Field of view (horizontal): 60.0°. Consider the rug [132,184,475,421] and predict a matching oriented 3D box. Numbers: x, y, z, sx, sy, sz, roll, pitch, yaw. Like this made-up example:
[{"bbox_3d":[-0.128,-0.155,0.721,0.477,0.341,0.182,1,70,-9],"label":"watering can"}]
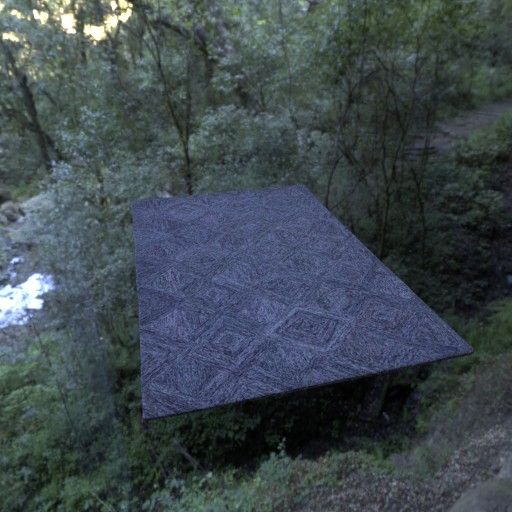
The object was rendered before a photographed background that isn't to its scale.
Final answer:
[{"bbox_3d":[0.000,0.000,2.169,1.158,0.013,1.752,-8,30,-13],"label":"rug"}]
